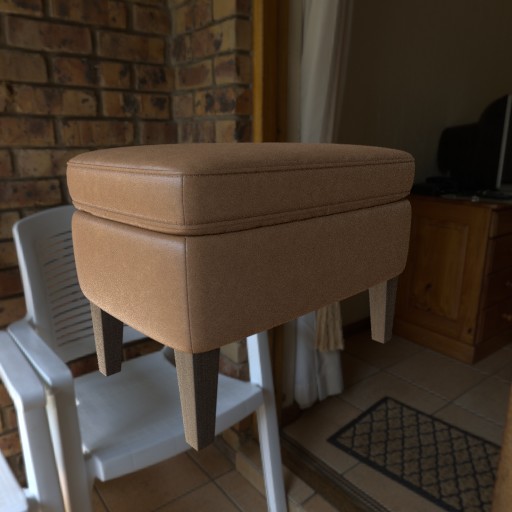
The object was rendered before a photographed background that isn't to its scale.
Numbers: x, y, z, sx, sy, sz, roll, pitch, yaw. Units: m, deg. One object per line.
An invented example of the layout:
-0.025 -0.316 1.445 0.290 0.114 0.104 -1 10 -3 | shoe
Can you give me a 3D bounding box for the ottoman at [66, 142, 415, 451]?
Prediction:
0.000 0.000 0.970 0.670 0.480 0.420 -14 20 -42 | ottoman
